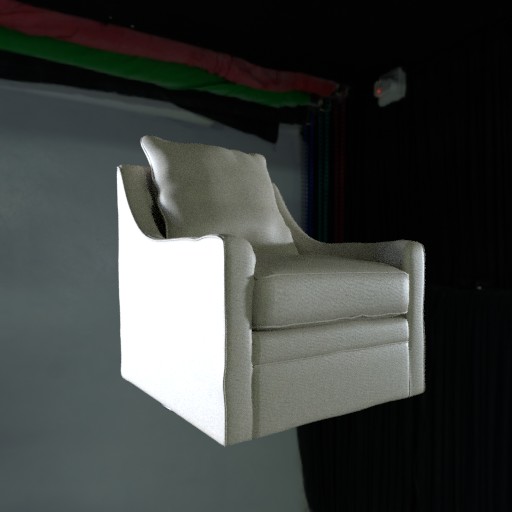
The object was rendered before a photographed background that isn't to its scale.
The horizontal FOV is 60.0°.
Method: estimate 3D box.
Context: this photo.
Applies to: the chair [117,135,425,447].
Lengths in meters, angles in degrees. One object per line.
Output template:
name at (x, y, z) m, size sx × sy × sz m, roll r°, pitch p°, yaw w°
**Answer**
chair at (0.000, 0.000, 1.578) m, size 0.760 × 0.942 × 0.876 m, roll 0°, pitch -1°, yaw -34°
